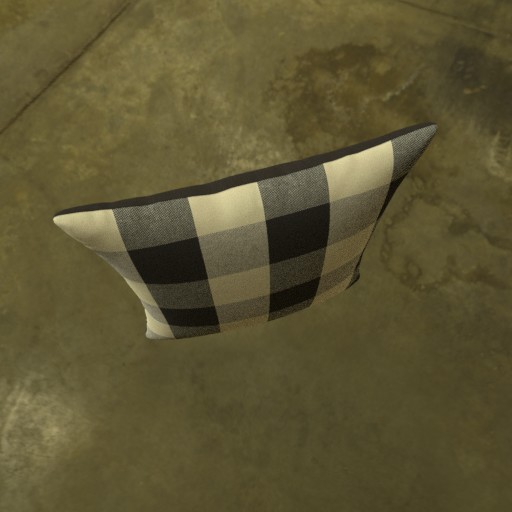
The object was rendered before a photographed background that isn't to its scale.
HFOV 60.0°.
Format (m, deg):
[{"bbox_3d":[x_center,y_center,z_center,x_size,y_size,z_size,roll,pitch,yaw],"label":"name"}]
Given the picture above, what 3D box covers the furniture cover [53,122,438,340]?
[{"bbox_3d":[0.000,0.000,0.790,0.511,0.509,0.161,-15,65,-7],"label":"furniture cover"}]
